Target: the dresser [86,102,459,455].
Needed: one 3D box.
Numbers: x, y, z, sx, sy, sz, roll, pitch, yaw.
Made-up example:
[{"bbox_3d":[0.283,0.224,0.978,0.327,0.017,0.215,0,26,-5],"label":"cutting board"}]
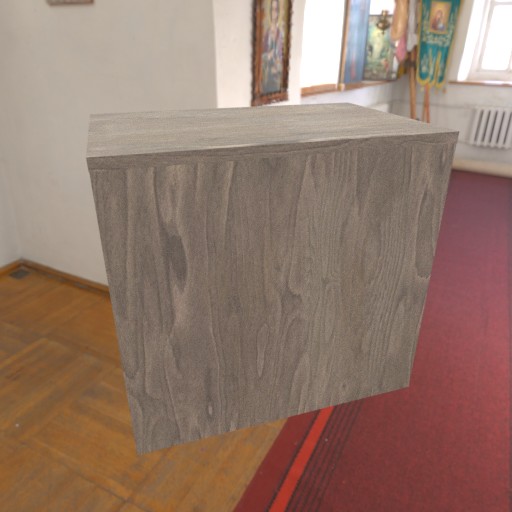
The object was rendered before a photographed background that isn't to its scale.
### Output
[{"bbox_3d":[0.000,0.000,1.298,0.809,0.762,0.529,-8,27,-16],"label":"dresser"}]
